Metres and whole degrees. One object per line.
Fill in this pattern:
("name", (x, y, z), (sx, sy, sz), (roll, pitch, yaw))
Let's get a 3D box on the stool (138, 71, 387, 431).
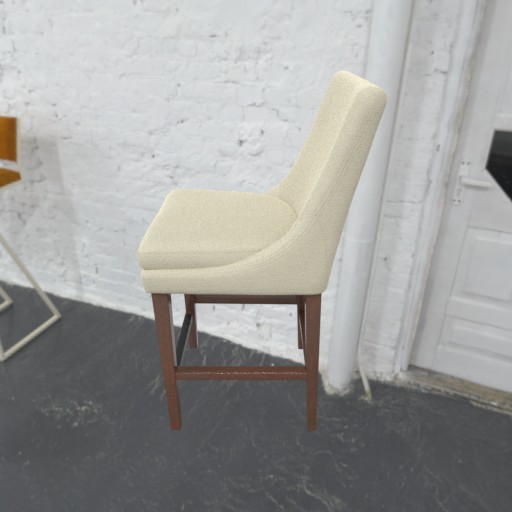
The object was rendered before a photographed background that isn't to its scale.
("stool", (0.000, 0.000, 1.305), (0.577, 0.981, 0.470), (0, 27, 1))
